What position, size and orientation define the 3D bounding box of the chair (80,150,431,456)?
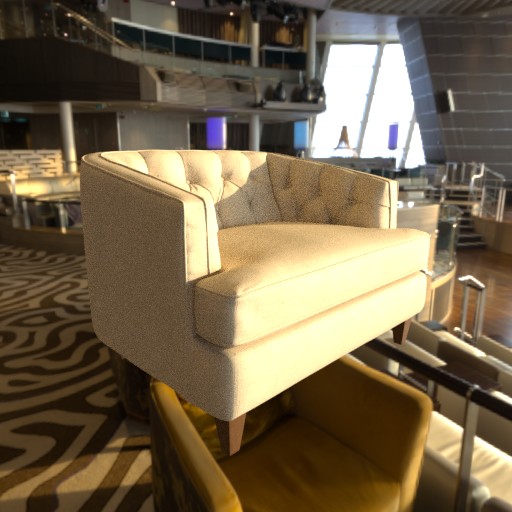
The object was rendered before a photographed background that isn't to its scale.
[{"bbox_3d":[0.000,0.000,1.689,0.914,0.787,1.118,13,18,43],"label":"chair"}]
